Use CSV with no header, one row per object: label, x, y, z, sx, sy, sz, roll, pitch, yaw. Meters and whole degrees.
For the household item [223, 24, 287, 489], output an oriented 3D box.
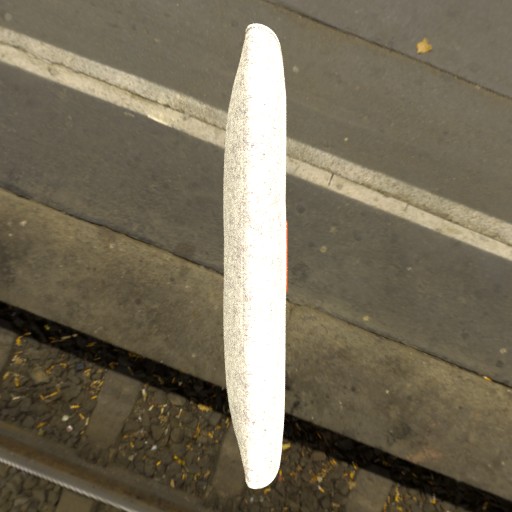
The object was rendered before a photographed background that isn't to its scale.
household item,0.000,0.000,0.428,0.057,0.221,0.335,0,91,1
